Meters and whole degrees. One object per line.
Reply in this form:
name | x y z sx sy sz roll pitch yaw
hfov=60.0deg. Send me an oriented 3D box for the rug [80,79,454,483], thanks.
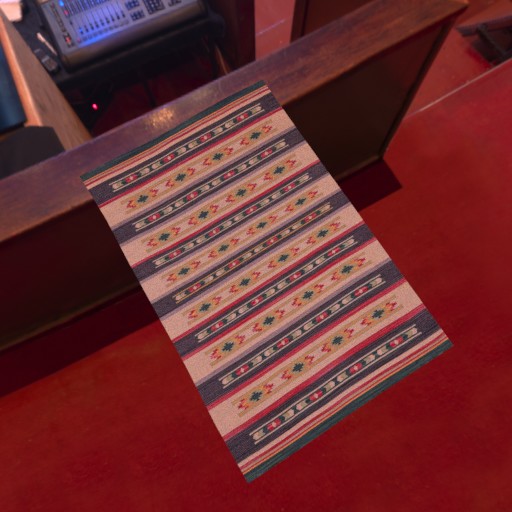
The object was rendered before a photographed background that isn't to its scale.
rug | 0.000 0.000 2.961 1.522 0.010 2.311 -30 77 -8
